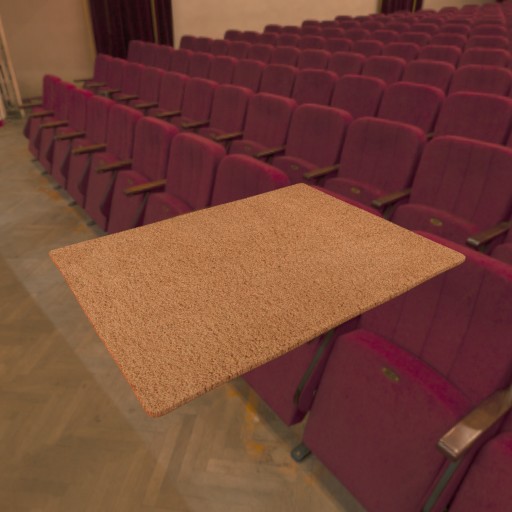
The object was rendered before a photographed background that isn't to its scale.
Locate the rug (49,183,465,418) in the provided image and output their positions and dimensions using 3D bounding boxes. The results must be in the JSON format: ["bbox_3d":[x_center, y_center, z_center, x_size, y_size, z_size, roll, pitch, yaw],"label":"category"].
[{"bbox_3d":[0.000,0.000,2.110,1.600,0.025,1.199,-20,35,-30],"label":"rug"}]
